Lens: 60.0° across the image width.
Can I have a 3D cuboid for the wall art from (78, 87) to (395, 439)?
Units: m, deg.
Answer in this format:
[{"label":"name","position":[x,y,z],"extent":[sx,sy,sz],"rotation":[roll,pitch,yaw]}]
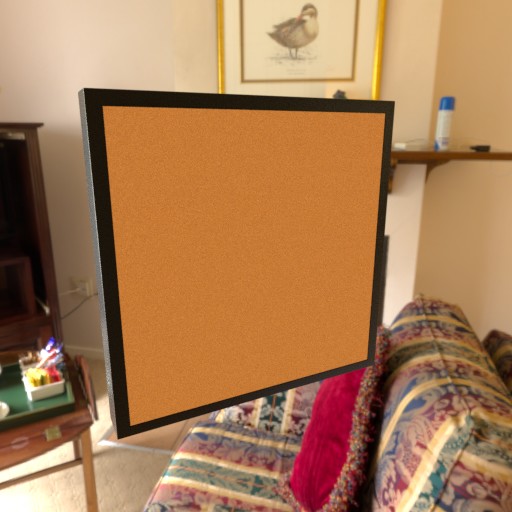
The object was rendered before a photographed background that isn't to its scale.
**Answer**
[{"label":"wall art","position":[0.000,0.000,0.442],"extent":[0.299,0.299,0.037],"rotation":[-8,17,-26]}]
